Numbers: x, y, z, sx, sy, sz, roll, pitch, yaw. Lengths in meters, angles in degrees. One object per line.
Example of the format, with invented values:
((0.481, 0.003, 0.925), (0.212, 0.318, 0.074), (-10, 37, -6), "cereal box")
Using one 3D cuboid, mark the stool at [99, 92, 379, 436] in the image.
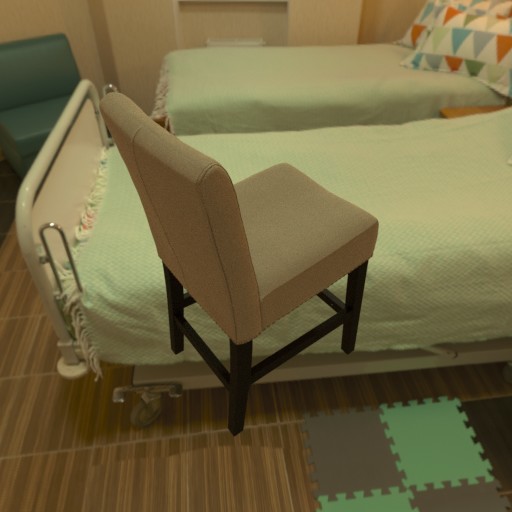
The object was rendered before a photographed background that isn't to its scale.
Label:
((0.000, 0.000, 1.215), (0.571, 0.885, 0.427), (-25, 46, -27), "stool")
